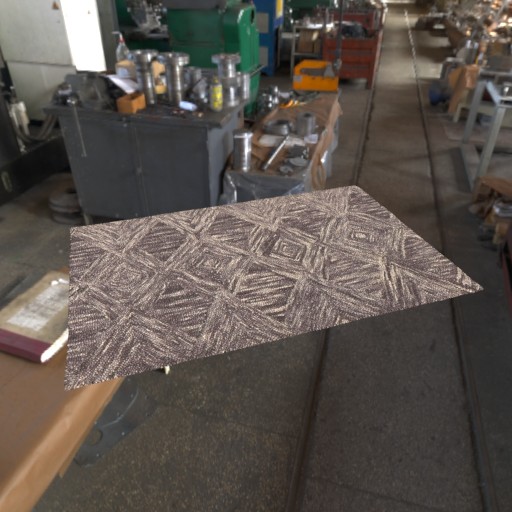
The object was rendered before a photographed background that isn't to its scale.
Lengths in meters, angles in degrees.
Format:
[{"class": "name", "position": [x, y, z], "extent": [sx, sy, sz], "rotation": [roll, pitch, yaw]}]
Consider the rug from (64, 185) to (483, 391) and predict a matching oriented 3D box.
[{"class": "rug", "position": [0.000, 0.000, 2.260], "extent": [1.814, 0.012, 1.186], "rotation": [-11, 35, -15]}]
